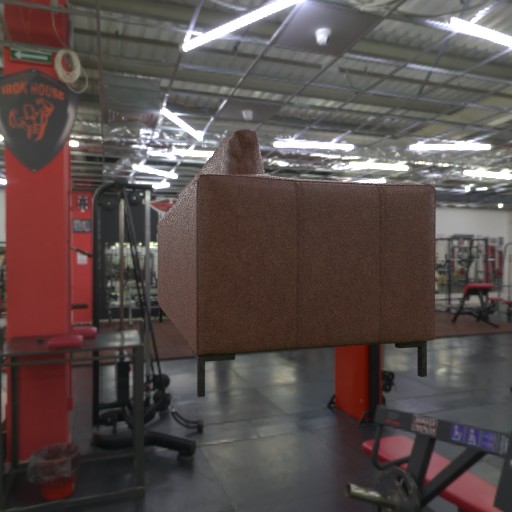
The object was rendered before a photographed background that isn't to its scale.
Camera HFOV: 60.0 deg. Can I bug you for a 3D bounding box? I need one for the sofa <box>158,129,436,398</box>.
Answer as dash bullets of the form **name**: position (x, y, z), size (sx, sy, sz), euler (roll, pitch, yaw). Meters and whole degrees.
- **sofa**: position (0.000, 0.000, 2.296), size (0.899, 0.883, 1.797), euler (0, 0, -17)
